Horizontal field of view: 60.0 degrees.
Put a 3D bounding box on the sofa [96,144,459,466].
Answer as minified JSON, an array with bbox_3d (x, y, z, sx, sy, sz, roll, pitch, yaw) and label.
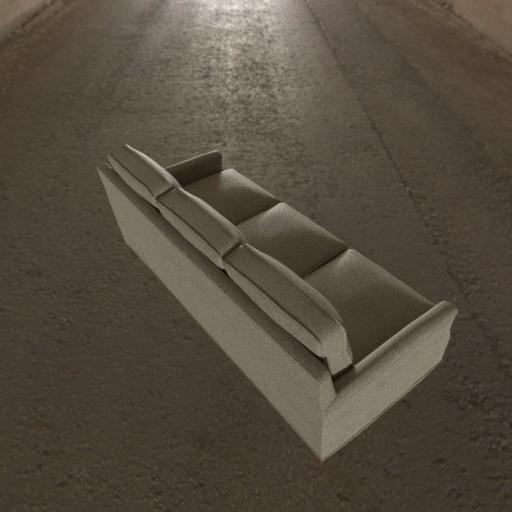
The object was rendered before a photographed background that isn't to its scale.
[{"bbox_3d":[0.000,0.000,2.821,1.084,1.003,2.246,-27,47,-28],"label":"sofa"}]
